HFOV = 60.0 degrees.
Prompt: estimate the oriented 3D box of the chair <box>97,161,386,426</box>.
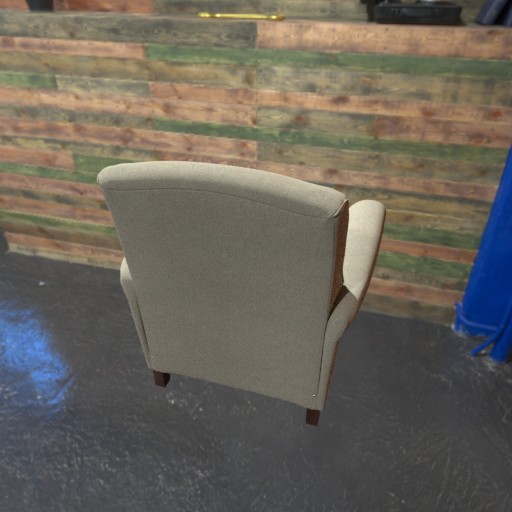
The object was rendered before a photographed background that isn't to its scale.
[{"bbox_3d":[0.000,0.000,1.828,0.978,1.061,0.905,9,33,15],"label":"chair"}]
